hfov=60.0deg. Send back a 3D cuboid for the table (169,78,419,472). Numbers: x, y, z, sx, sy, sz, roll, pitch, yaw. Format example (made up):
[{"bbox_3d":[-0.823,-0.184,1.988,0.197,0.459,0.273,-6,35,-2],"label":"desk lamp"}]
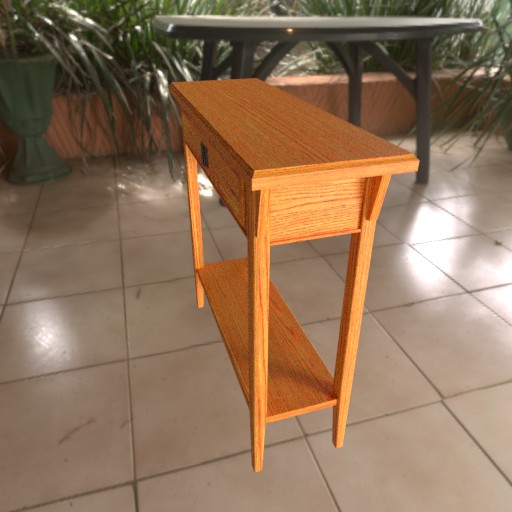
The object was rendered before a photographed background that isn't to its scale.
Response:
[{"bbox_3d":[0.000,0.000,1.096,0.254,0.711,0.762,-9,31,-15],"label":"table"}]
